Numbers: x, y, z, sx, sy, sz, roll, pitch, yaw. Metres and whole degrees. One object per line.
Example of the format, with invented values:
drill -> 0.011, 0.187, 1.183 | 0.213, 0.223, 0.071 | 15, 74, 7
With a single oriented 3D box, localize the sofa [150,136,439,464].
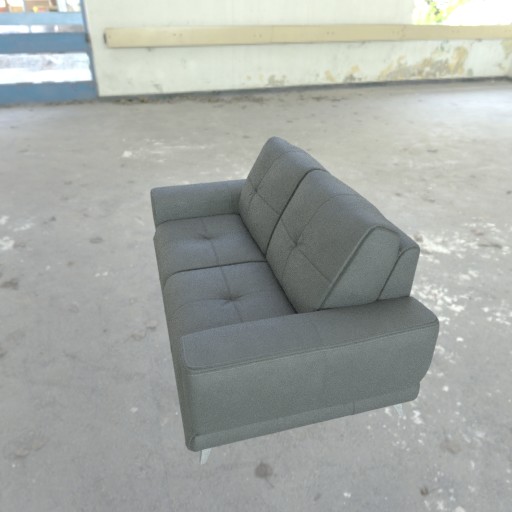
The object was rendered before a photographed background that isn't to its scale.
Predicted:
sofa -> 0.000, 0.000, 2.359 | 1.018, 0.907, 1.806 | -8, 31, -13
